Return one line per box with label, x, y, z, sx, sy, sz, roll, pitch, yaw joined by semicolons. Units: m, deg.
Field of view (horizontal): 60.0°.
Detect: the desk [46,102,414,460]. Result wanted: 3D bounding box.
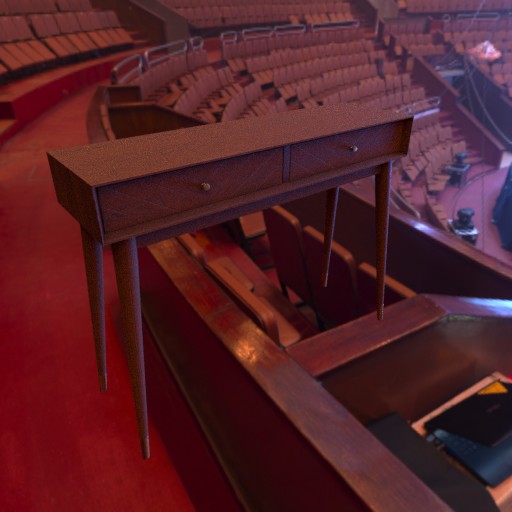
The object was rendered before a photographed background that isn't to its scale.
desk;0.000;0.000;1.644;1.204;0.917;0.384;-21;35;-32
